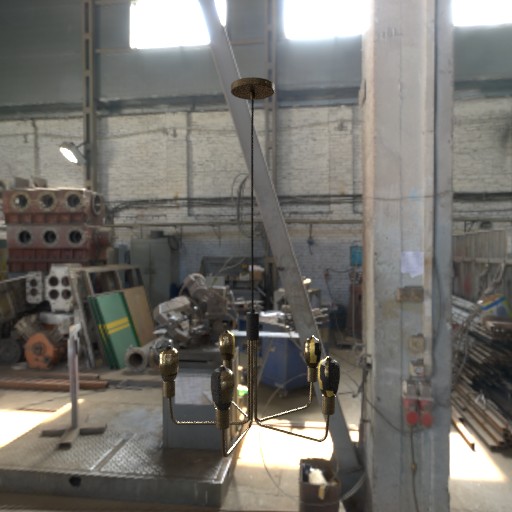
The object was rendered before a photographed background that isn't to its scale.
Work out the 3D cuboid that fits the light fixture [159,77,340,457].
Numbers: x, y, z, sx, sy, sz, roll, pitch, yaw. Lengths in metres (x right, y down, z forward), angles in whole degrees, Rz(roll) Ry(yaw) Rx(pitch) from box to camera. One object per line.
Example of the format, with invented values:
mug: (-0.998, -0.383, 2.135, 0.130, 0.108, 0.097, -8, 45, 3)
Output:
light fixture: (0.000, 0.000, 1.411, 0.532, 1.059, 0.588, 0, 1, -37)
